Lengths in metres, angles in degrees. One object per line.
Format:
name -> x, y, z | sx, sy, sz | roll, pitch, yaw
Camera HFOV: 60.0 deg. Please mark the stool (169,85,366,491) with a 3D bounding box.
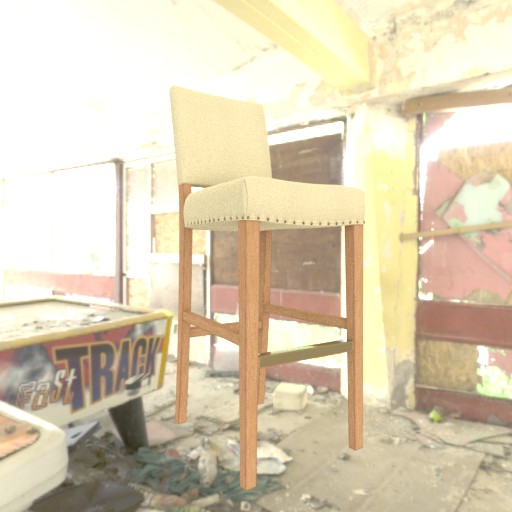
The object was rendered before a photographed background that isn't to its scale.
stool -> 0.000, 0.000, 1.414 | 0.428, 1.143, 0.546 | -1, 2, -34
